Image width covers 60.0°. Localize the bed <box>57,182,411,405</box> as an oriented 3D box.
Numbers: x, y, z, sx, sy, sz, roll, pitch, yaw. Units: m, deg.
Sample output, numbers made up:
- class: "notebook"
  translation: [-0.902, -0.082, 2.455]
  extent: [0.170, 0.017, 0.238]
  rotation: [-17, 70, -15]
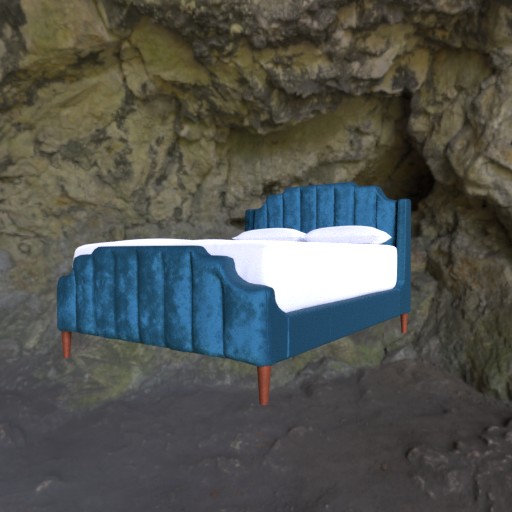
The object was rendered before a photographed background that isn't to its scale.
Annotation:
- class: "bed"
  translation: [0.000, 0.000, 3.367]
  extent: [1.678, 1.338, 2.322]
  rotation: [0, 1, 35]
